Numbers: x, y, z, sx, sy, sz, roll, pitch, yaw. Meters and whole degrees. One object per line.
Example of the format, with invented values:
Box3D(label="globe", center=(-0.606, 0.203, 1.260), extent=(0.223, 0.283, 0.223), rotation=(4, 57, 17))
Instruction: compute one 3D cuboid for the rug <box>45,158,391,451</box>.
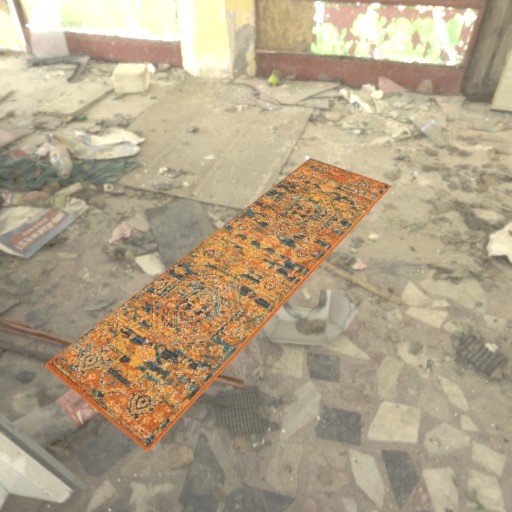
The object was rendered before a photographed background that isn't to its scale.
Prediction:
Box3D(label="rug", center=(0.000, 0.000, 2.496), extent=(0.651, 0.016, 2.274), rotation=(26, 48, 26))
